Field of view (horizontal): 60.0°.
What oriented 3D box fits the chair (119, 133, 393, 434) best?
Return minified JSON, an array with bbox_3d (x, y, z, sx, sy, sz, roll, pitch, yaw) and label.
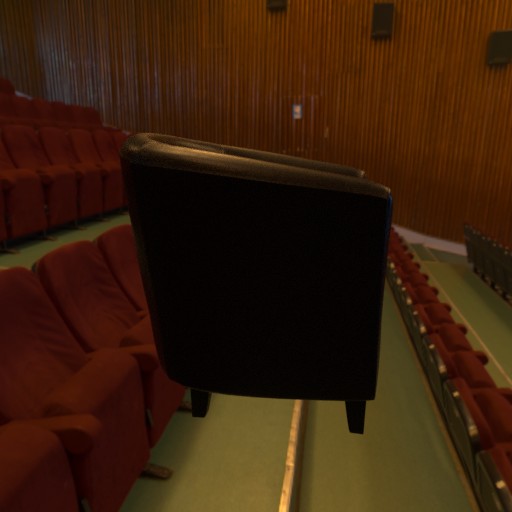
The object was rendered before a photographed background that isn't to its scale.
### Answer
[{"bbox_3d":[0.000,0.000,1.409,0.727,0.756,0.793,2,14,9],"label":"chair"}]
